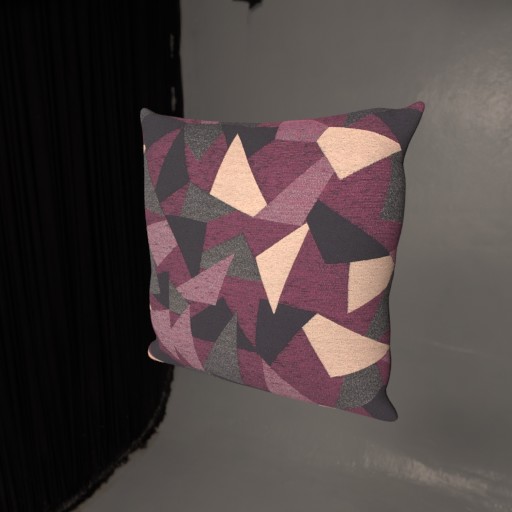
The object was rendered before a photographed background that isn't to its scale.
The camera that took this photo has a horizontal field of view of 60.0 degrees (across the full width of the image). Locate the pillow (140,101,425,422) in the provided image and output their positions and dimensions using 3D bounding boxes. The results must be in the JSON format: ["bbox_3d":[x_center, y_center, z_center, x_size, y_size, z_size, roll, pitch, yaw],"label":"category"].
[{"bbox_3d":[0.000,0.000,0.755,0.503,0.496,0.208,7,16,26],"label":"pillow"}]
